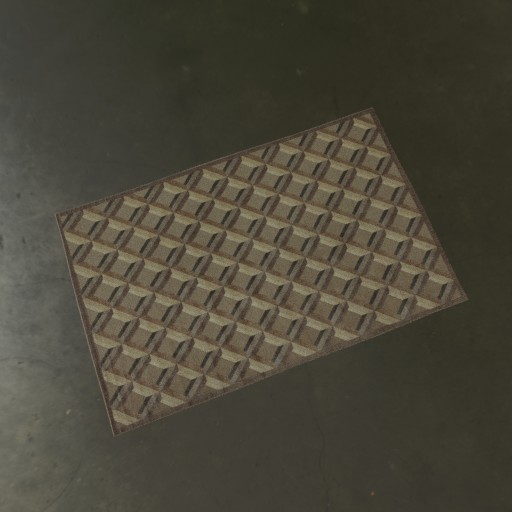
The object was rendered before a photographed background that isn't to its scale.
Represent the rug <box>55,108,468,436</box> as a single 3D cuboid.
[{"bbox_3d":[0.000,0.000,2.073,1.677,0.011,1.066,-20,76,-5],"label":"rug"}]
